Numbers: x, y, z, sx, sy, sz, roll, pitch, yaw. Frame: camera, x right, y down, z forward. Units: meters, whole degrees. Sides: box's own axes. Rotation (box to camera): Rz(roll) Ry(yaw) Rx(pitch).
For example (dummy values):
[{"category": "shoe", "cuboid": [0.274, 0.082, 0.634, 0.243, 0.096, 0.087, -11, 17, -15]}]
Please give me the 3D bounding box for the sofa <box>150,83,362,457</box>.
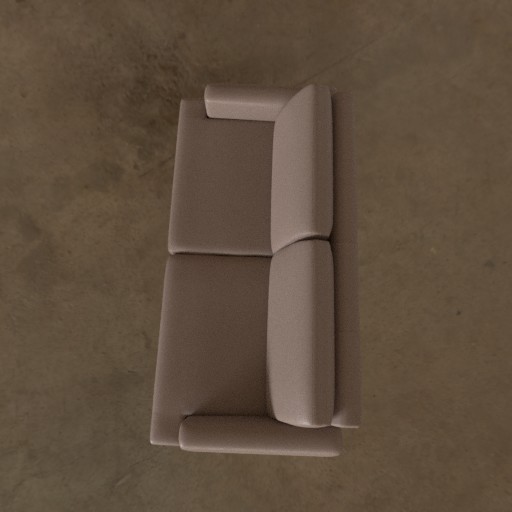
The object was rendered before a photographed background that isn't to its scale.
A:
[{"category": "sofa", "cuboid": [0.000, 0.000, 2.374, 0.974, 0.765, 1.940, 2, 75, 1]}]
